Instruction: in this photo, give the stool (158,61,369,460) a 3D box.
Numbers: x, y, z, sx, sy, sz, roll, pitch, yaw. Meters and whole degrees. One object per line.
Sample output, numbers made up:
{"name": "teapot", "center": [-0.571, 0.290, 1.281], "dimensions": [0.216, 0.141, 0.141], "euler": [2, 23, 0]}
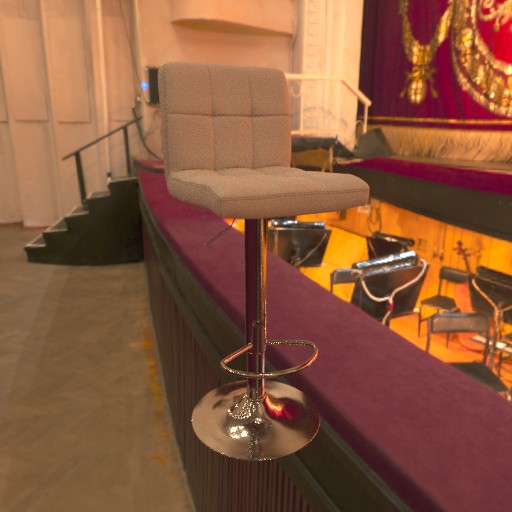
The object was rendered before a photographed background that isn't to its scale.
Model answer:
{"name": "stool", "center": [0.000, 0.000, 1.327], "dimensions": [0.430, 1.115, 0.505], "euler": [-7, 18, -24]}
